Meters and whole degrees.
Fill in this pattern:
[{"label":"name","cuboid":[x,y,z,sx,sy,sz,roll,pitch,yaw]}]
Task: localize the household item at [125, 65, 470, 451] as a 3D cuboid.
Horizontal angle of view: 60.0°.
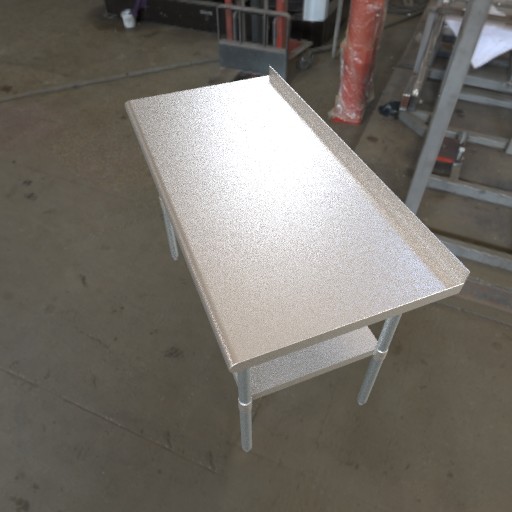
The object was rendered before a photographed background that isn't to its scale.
[{"label":"household item","cuboid":[0.000,0.000,1.672,0.610,0.851,1.219,-16,49,-15]}]
